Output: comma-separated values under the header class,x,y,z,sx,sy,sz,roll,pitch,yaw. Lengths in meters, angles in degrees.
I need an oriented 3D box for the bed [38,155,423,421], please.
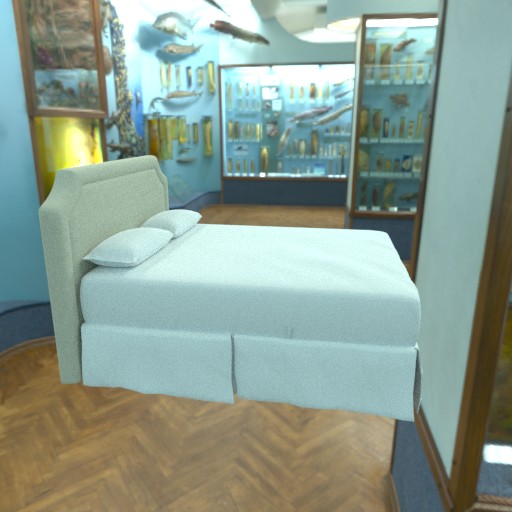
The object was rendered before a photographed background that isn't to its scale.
class,x,y,z,sx,sy,sz,roll,pitch,yaw
bed,0.000,0.000,3.120,2.116,1.290,1.693,3,17,9
